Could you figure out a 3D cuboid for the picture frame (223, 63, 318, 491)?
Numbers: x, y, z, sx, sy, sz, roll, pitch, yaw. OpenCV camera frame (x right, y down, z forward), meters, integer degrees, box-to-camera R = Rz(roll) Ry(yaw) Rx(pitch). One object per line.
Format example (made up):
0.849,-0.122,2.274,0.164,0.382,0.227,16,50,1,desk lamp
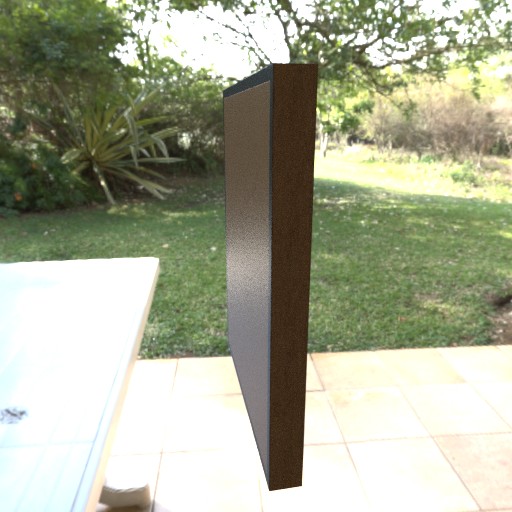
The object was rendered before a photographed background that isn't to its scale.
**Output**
0.000,0.000,0.714,0.046,0.526,0.421,-3,17,-10,picture frame
